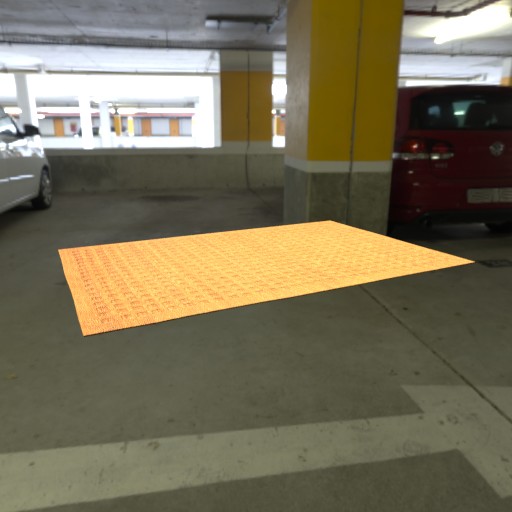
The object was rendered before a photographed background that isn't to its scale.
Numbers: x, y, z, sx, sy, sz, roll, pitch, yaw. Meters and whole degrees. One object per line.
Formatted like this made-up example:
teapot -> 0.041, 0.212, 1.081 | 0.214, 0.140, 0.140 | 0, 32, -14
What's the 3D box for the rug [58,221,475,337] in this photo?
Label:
rug -> 0.000, 0.000, 2.208 | 1.747, 0.006, 1.143 | -8, 17, -26
